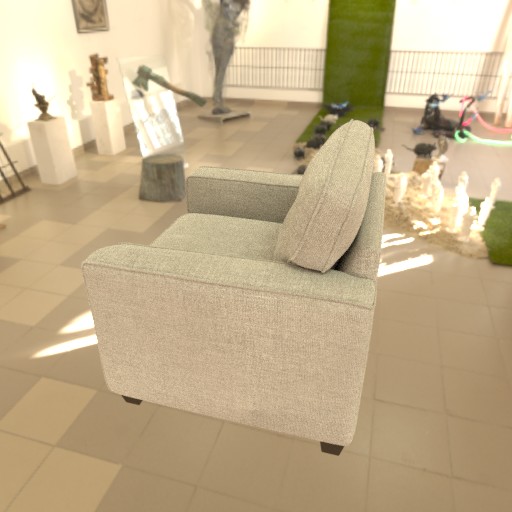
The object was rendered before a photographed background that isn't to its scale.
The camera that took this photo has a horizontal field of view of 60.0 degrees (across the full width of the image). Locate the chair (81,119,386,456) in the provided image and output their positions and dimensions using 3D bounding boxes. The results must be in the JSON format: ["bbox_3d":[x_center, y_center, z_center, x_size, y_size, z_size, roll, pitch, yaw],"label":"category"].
[{"bbox_3d":[0.000,0.000,1.781,0.939,0.965,1.015,8,30,14],"label":"chair"}]
